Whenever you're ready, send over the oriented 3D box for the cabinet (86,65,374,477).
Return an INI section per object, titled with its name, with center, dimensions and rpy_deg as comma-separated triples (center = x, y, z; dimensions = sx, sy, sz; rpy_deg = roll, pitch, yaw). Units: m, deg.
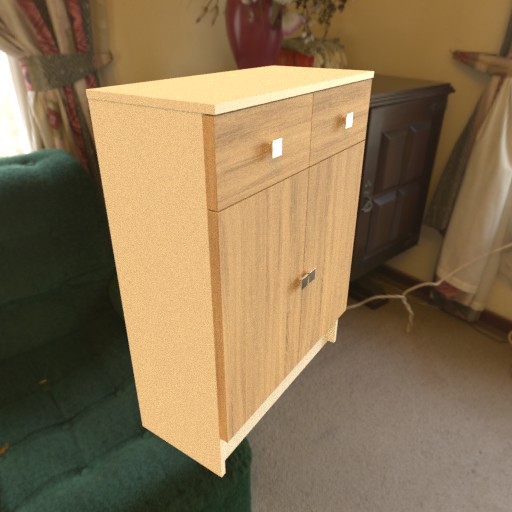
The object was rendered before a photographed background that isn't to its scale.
[cabinet]
center = 0.000, 0.000, 1.093
dimensions = 0.296, 0.815, 0.600
rpy_deg = 18, 32, 30
